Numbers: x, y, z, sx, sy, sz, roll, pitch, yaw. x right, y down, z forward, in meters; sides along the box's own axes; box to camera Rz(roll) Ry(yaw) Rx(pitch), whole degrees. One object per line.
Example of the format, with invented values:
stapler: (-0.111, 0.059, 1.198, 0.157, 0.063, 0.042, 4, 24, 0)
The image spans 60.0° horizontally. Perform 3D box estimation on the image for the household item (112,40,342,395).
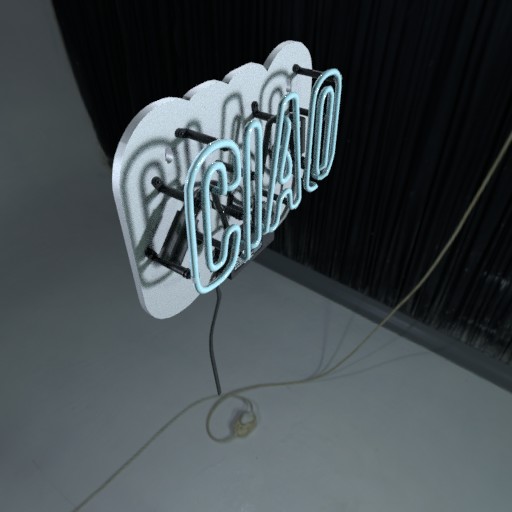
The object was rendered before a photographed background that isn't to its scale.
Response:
household item: (0.000, 0.000, 0.367, 0.042, 0.294, 0.211, 24, 46, 25)
